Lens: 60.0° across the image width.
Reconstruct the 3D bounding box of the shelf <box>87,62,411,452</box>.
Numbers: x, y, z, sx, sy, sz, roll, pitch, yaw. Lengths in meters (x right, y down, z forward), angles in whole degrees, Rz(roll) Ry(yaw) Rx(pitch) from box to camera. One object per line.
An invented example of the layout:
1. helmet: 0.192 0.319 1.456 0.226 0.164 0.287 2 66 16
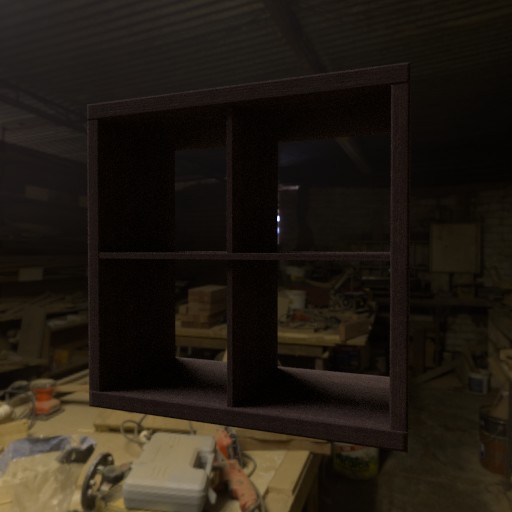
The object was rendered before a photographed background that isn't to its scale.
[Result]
1. shelf: 0.000 0.000 1.207 0.790 0.786 0.390 0 1 19
